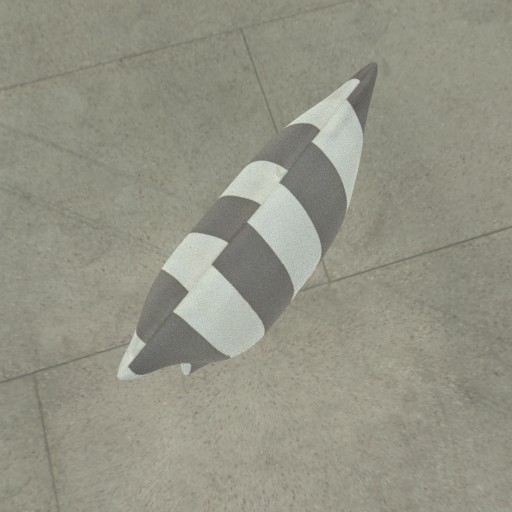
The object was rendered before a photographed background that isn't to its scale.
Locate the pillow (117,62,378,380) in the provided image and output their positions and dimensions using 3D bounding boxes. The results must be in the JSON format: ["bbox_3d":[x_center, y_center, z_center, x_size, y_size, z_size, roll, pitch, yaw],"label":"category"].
[{"bbox_3d":[0.000,0.000,0.789,0.192,0.507,0.522,37,79,8],"label":"pillow"}]
